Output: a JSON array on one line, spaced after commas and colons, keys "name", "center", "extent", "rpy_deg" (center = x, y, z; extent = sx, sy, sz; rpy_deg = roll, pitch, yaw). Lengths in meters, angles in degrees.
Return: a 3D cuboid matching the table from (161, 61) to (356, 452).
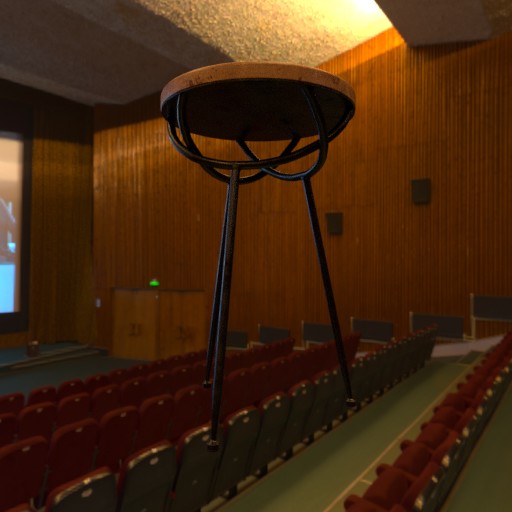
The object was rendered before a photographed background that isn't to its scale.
[{"name": "table", "center": [0.000, 0.000, 0.952], "extent": [0.414, 0.664, 0.418], "rpy_deg": [0, 0, 35]}]
